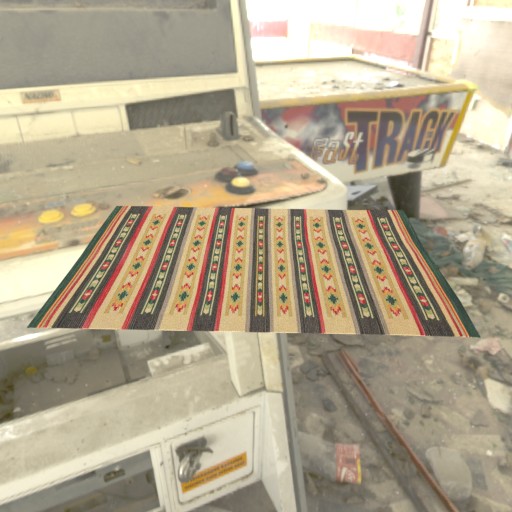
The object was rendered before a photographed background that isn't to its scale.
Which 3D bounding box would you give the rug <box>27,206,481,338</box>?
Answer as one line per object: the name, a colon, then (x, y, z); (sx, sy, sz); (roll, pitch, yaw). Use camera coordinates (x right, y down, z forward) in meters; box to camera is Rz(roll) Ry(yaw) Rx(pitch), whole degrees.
rug: (0.000, 0.000, 2.901); (2.311, 0.010, 1.522); (1, 31, 2)
